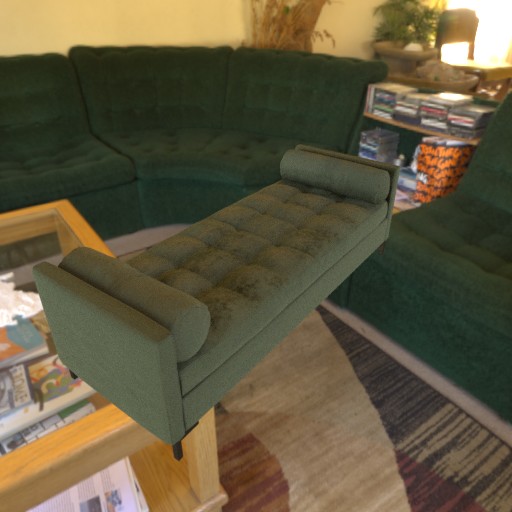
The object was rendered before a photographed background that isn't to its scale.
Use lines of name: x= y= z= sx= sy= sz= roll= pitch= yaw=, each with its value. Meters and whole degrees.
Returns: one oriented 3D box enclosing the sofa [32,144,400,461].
sofa: x=0.000 y=0.000 z=2.514 sx=0.817 sy=0.681 sz=2.130 roll=22 pitch=38 yaw=31
